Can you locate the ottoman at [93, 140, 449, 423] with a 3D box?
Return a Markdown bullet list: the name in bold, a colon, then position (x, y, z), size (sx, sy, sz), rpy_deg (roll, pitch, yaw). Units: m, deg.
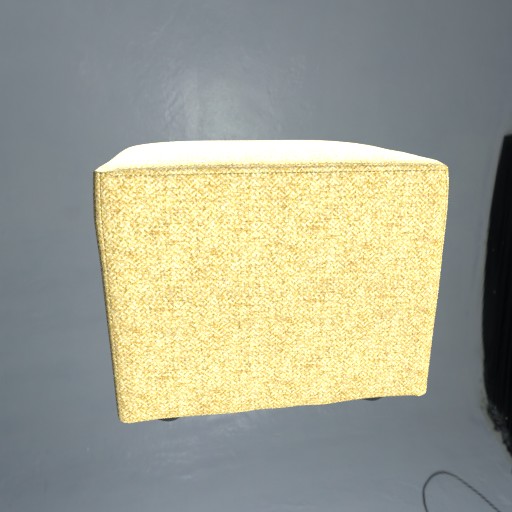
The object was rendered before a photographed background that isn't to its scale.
- **ottoman**: position (0.000, 0.000, 0.884), size (0.512, 0.441, 0.505), rpy_deg (-3, 17, -9)
